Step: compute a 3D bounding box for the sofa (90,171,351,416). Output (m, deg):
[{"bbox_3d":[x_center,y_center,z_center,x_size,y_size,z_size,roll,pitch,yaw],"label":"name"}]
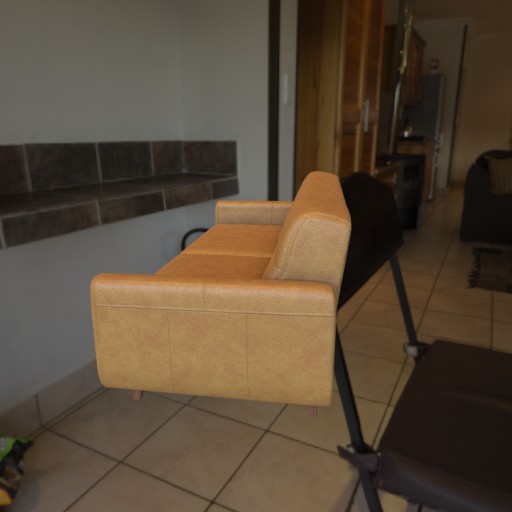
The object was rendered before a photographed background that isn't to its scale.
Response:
[{"bbox_3d":[0.000,0.000,2.650,0.980,0.892,2.137,2,15,8],"label":"sofa"}]
